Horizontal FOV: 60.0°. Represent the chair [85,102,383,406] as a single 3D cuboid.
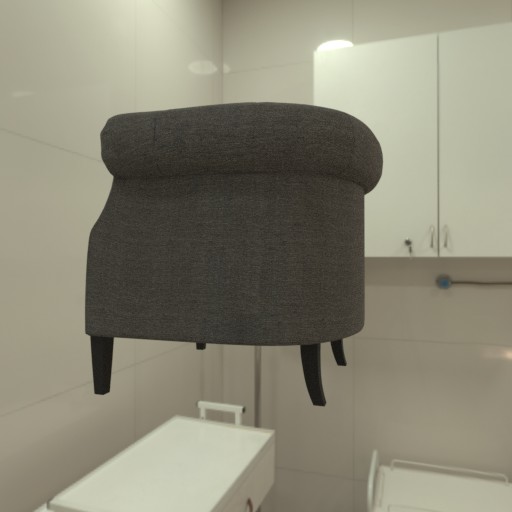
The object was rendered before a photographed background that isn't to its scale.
[{"bbox_3d":[0.000,0.000,1.543,0.852,0.827,0.905,0,0,18],"label":"chair"}]
